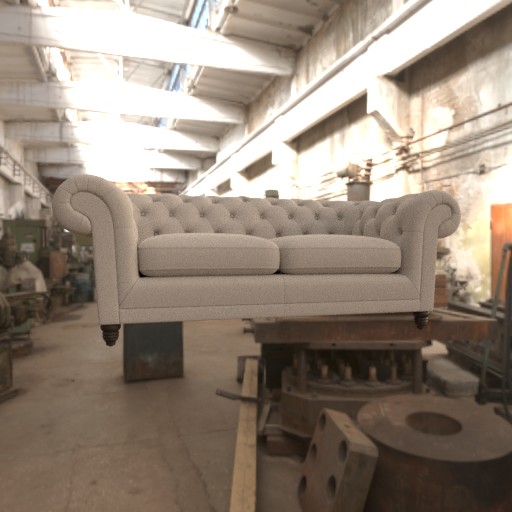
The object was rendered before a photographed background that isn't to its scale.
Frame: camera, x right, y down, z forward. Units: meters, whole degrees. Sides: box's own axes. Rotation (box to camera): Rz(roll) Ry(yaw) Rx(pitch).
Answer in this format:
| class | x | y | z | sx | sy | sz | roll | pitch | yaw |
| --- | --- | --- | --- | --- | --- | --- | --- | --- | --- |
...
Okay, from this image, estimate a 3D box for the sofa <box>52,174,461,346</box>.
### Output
| class | x | y | z | sx | sy | sz | roll | pitch | yaw |
| --- | --- | --- | --- | --- | --- | --- | --- | --- | --- |
| sofa | 0.000 | 0.000 | 2.528 | 1.998 | 0.764 | 0.986 | 0 | 0 | -16 |
